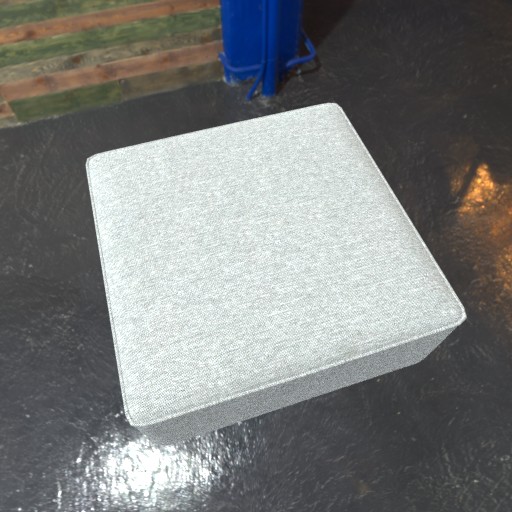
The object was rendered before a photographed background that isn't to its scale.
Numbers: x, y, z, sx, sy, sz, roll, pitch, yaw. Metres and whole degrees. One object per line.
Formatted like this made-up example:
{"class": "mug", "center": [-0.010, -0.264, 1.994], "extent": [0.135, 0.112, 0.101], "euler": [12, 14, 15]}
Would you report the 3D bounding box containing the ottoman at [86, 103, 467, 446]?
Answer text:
{"class": "ottoman", "center": [0.000, 0.000, 1.602], "extent": [1.005, 0.455, 1.005], "euler": [-15, 60, -9]}
